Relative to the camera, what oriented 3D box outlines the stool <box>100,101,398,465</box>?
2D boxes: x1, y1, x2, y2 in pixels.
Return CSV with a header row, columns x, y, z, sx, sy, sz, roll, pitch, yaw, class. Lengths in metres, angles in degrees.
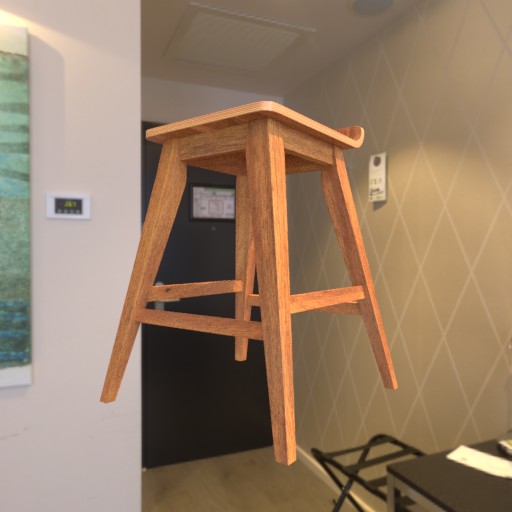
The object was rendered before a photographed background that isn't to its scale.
x,y,z,sx,sy,sz,roll,pitch,yaw,class
0.000,0.000,1.040,0.500,0.650,0.500,0,1,37,stool
